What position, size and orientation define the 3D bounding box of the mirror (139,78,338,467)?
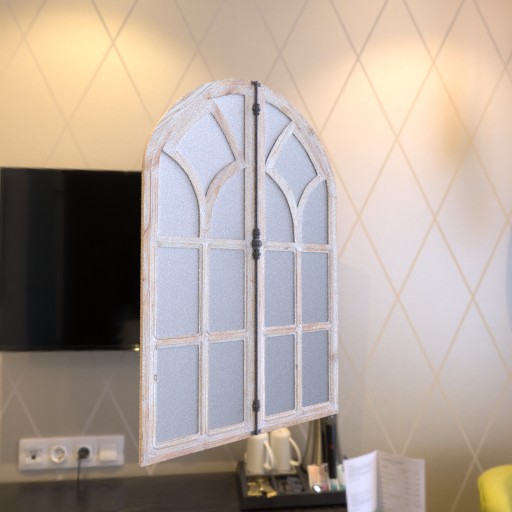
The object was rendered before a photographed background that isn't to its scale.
[{"bbox_3d":[0.000,0.000,1.145,0.609,0.915,0.032,2,-3,-37],"label":"mirror"}]
